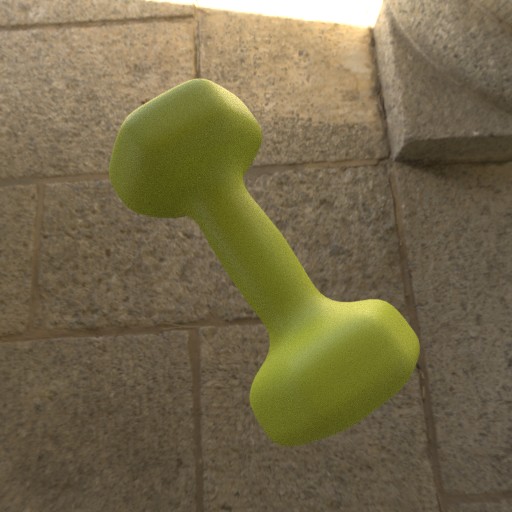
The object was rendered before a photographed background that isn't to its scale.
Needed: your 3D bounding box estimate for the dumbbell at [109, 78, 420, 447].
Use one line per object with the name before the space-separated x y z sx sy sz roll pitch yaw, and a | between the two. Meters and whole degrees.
dumbbell | 0.000 0.000 0.207 0.080 0.072 0.164 -32 77 -8
